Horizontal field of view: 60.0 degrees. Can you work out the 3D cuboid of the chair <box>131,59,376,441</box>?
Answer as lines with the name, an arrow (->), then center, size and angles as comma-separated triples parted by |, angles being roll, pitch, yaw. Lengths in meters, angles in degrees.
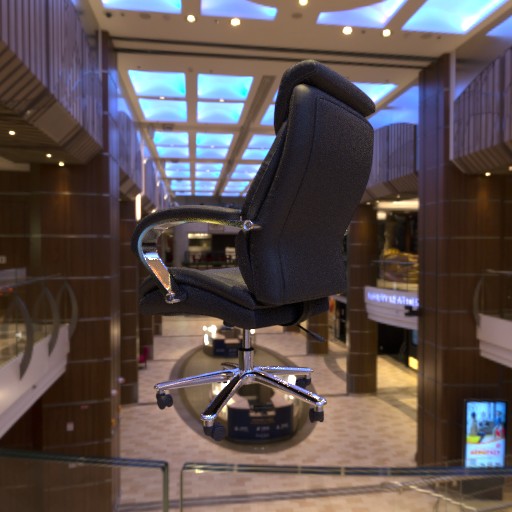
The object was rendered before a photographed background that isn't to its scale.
chair -> 0.000, 0.000, 1.704 | 0.790, 1.183, 0.755 | 1, 1, 36
